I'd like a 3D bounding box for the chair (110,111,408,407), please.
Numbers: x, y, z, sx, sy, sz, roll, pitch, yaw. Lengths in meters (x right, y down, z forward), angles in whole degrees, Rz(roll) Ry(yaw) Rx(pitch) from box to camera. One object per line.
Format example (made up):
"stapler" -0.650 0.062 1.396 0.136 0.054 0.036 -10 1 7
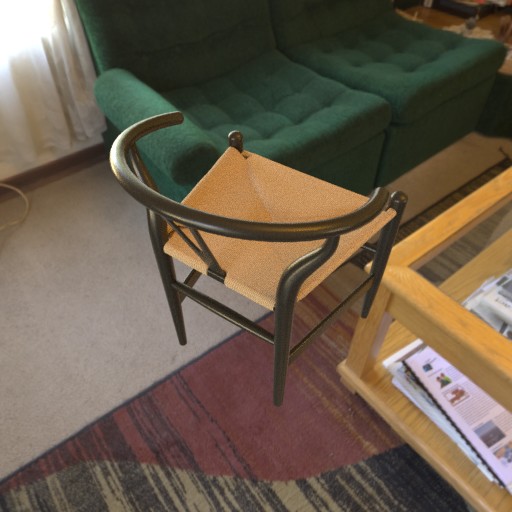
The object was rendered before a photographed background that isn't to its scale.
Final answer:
"chair" 0.000 0.000 1.141 0.570 0.739 0.570 26 52 23
